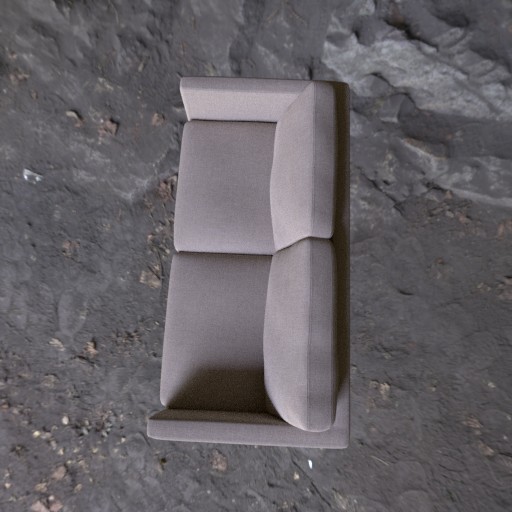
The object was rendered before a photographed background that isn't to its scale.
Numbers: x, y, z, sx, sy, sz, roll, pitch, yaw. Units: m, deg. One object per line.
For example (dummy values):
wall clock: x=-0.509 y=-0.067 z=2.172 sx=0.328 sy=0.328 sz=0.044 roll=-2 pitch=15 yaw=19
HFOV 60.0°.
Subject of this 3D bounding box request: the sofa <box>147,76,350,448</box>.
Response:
sofa: x=0.000 y=0.000 z=2.471 sx=0.951 sy=0.947 sz=1.884 roll=3 pitch=77 yaw=1
